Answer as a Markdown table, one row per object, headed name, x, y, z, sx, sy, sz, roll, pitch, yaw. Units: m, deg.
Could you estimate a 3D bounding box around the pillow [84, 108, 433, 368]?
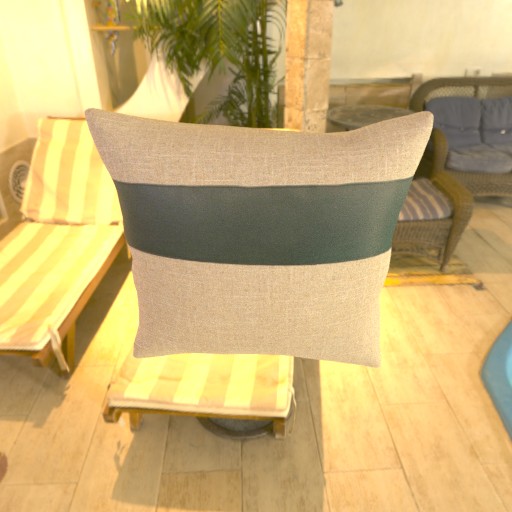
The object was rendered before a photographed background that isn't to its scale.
| name | x | y | z | sx | sy | sz | roll | pitch | yaw |
| --- | --- | --- | --- | --- | --- | --- | --- | --- | --- |
| pillow | 0.000 | 0.000 | 0.623 | 0.414 | 0.399 | 0.173 | 2 | 30 | 3 |
